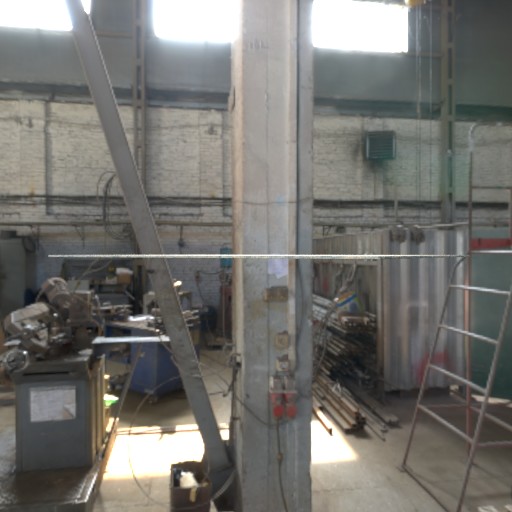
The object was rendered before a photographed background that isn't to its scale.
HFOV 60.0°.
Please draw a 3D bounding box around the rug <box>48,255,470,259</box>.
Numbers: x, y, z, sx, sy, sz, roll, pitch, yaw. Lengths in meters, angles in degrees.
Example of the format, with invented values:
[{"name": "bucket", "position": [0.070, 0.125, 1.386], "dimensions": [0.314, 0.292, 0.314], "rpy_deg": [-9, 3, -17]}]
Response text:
[{"name": "rug", "position": [0.000, 0.000, 2.321], "dimensions": [1.820, 0.009, 1.260], "rpy_deg": [0, 0, 36]}]
